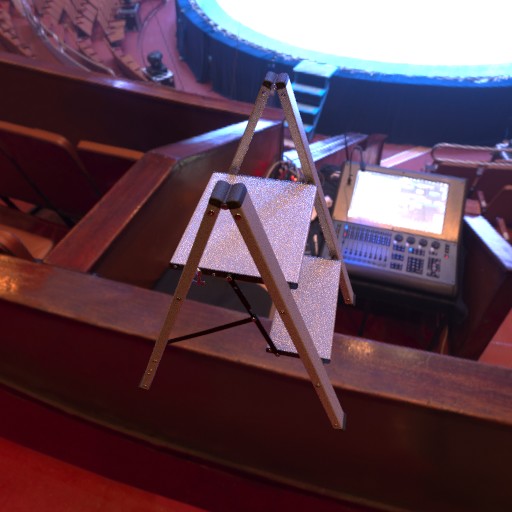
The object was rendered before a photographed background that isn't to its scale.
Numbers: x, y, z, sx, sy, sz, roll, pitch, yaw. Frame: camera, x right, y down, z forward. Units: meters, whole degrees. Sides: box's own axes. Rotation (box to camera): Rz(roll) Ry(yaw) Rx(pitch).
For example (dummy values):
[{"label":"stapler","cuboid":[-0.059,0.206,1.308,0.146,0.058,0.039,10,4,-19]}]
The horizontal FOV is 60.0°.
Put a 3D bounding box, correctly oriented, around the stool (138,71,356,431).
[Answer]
[{"label":"stool","cuboid":[0.000,0.000,1.021,0.535,0.670,0.440,9,47,8]}]
